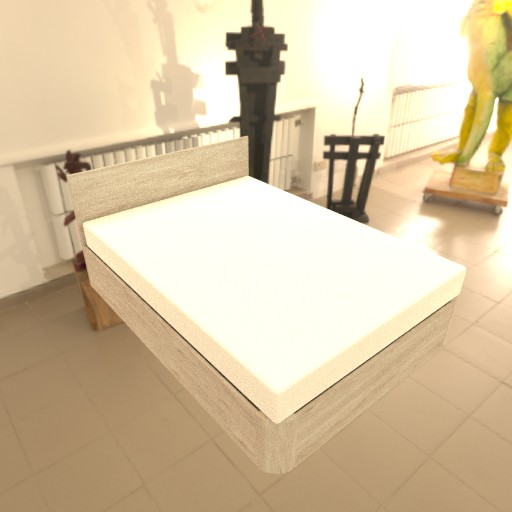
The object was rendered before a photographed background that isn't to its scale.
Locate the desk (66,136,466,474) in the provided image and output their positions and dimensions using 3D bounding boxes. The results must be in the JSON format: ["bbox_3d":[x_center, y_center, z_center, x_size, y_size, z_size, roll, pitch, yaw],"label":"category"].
[{"bbox_3d":[0.000,0.000,2.633,1.400,0.800,1.900,-23,37,-34],"label":"desk"}]
